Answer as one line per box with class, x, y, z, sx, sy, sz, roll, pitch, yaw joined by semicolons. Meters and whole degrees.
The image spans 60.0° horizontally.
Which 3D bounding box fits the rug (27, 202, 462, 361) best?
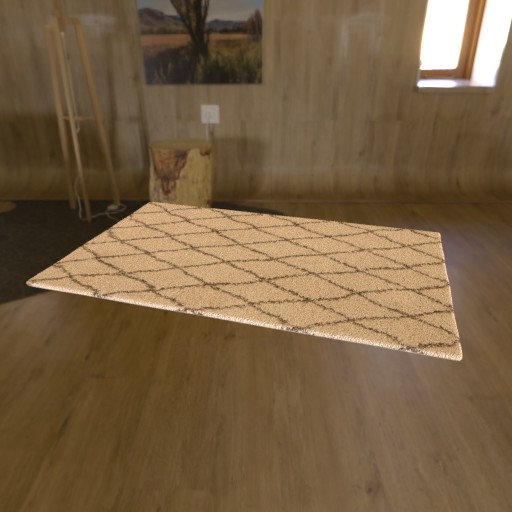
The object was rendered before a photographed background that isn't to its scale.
rug;0.000;0.000;3.001;2.438;0.030;1.524;8;27;15
